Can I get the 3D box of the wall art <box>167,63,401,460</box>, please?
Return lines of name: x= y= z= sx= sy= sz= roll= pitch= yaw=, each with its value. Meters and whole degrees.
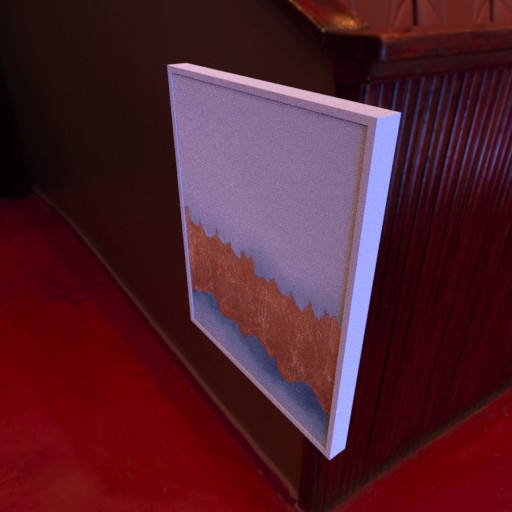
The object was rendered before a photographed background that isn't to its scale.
wall art: x=0.000 y=0.000 z=0.750 sx=0.039 sy=0.553 sz=0.451 roll=-21 pitch=37 yaw=-31
